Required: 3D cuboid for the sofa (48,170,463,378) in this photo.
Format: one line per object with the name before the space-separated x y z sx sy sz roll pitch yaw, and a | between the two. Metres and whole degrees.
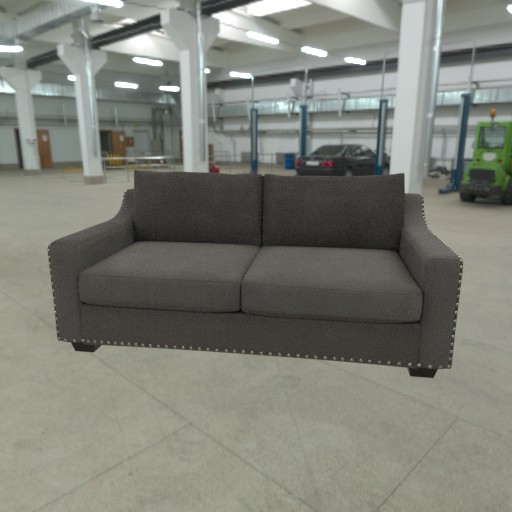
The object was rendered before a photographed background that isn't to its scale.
sofa | 0.000 0.000 3.292 2.550 1.196 1.336 2 15 9
